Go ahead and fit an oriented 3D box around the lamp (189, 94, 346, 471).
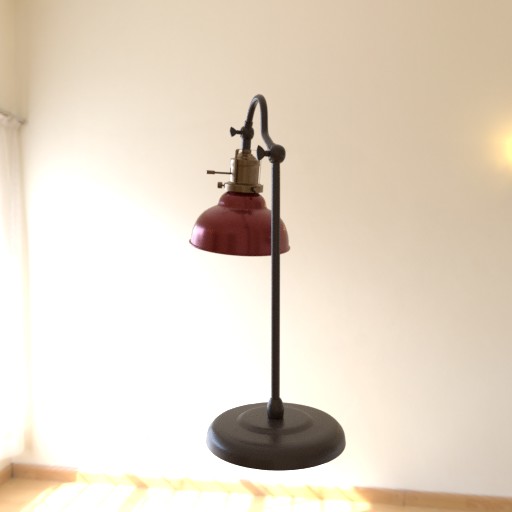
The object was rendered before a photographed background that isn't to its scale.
[{"bbox_3d":[0.000,0.000,0.705,0.192,0.508,0.374,0,-1,-17],"label":"lamp"}]
